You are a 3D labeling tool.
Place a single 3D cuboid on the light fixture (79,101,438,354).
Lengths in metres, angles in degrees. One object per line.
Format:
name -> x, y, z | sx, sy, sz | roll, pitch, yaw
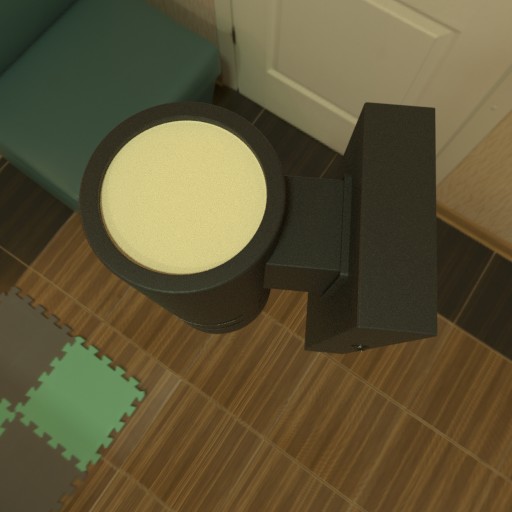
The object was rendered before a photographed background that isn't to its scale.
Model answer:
light fixture -> 0.000, 0.000, 0.257 | 0.138, 0.179, 0.098 | 5, 76, 1
